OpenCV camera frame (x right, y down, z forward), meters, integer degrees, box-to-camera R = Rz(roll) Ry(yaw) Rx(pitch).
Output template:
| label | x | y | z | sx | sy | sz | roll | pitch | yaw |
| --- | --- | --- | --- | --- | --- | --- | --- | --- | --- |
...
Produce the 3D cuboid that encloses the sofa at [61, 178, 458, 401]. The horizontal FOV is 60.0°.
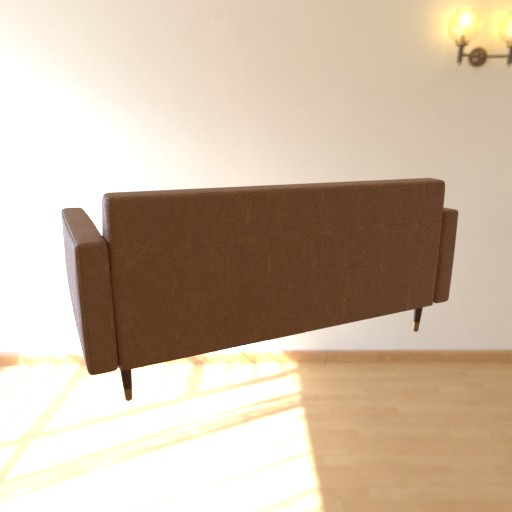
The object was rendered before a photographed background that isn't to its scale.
| label | x | y | z | sx | sy | sz | roll | pitch | yaw |
| --- | --- | --- | --- | --- | --- | --- | --- | --- | --- |
| sofa | 0.000 | 0.000 | 2.344 | 1.847 | 0.821 | 0.993 | -7 | 16 | -25 |
